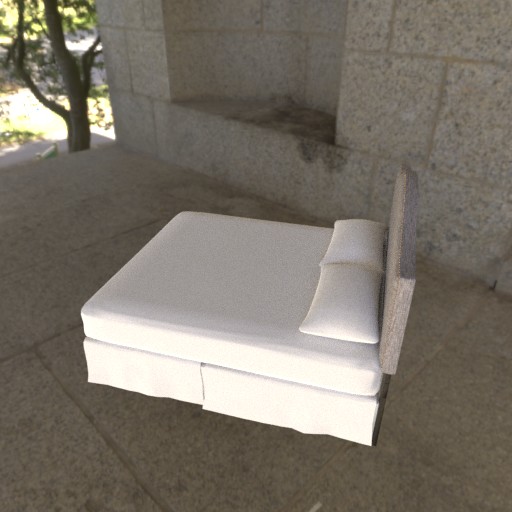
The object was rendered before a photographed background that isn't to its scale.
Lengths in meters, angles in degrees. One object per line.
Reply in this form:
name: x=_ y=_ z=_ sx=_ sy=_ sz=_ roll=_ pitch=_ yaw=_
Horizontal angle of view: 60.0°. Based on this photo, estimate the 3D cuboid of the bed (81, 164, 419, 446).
bed: x=0.000 y=0.000 z=2.998 sx=1.870 sy=1.295 sz=1.610 roll=8 pitch=31 yaw=14
